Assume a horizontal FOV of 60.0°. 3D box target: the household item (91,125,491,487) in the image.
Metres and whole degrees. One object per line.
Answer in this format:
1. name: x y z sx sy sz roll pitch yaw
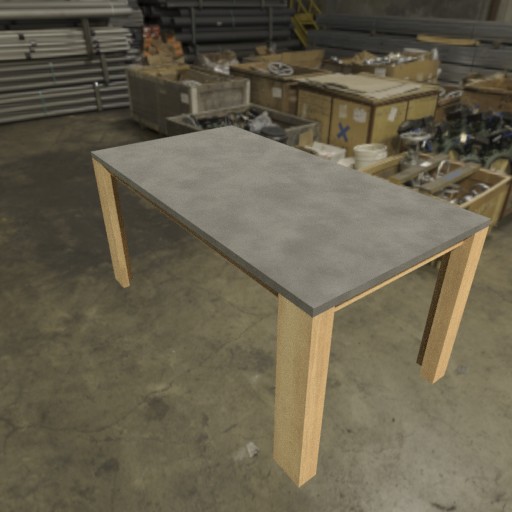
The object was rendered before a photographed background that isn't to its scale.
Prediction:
1. household item: 0.000 0.000 2.069 0.850 0.755 1.600 -21 37 -31
